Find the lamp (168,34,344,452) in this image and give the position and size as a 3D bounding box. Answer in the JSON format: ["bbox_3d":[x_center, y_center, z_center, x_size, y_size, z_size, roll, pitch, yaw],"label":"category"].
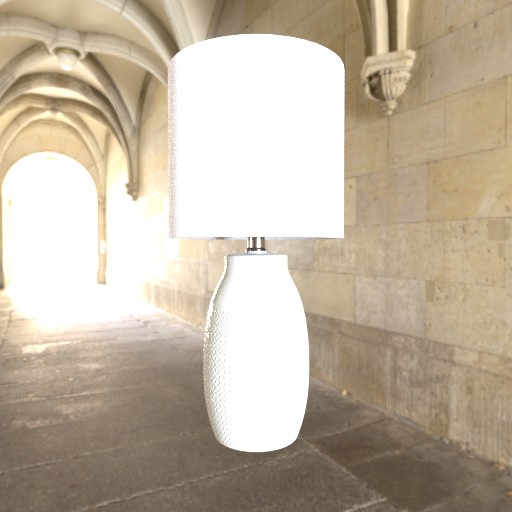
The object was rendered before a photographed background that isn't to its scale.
[{"bbox_3d":[0.000,0.000,0.560,0.217,0.453,0.217,0,1,18],"label":"lamp"}]
